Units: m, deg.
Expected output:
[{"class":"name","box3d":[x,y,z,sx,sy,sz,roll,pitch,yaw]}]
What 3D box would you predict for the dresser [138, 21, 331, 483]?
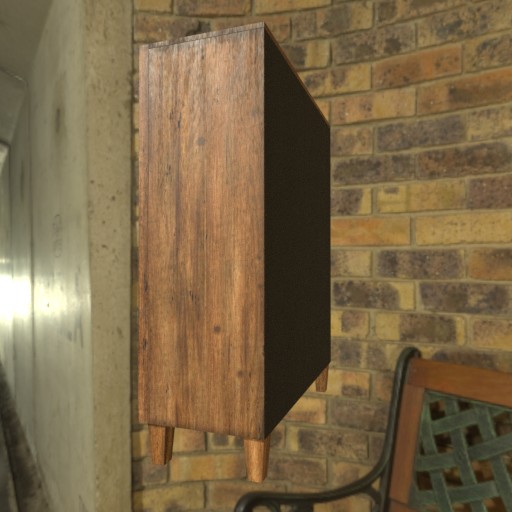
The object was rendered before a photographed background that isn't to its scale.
[{"class":"dresser","box3d":[0.000,0.000,1.864,0.438,1.359,1.067,0,-1,20]}]
